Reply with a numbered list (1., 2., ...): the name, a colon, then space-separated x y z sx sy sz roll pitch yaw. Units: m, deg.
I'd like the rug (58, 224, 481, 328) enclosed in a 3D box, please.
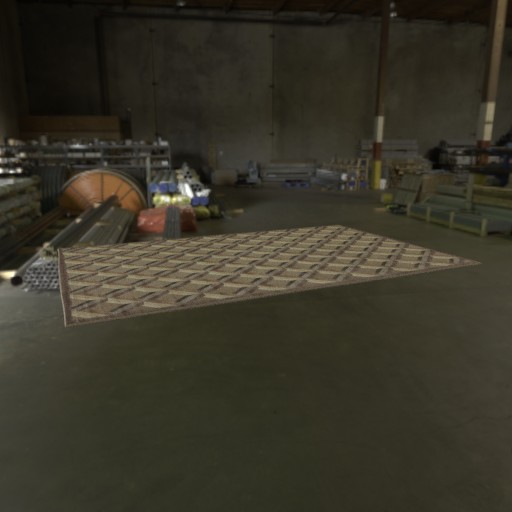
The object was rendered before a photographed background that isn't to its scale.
1. rug: 0.000 0.000 2.055 1.677 0.011 1.066 -6 15 -24
